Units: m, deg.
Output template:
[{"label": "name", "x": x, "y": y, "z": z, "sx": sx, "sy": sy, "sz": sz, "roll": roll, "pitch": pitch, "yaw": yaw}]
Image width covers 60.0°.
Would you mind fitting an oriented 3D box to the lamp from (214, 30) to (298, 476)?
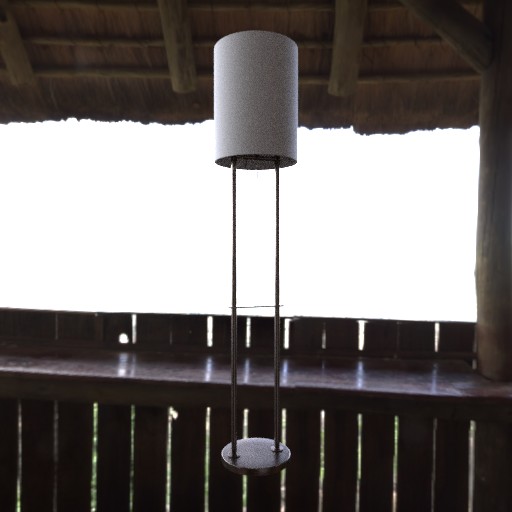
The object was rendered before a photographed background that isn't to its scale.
[{"label": "lamp", "x": 0.000, "y": 0.000, "z": 1.629, "sx": 0.306, "sy": 1.500, "sz": 0.305, "roll": 0, "pitch": 1, "yaw": -17}]
